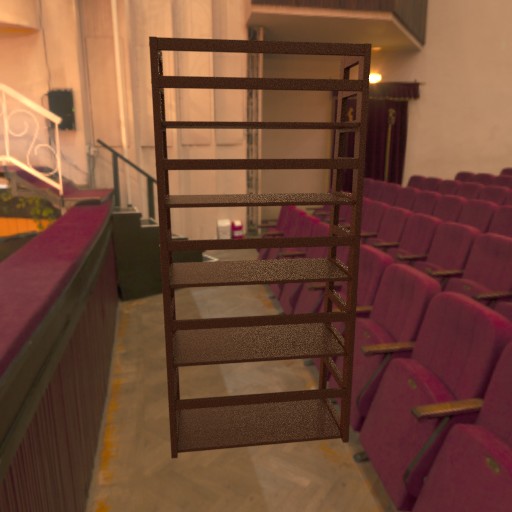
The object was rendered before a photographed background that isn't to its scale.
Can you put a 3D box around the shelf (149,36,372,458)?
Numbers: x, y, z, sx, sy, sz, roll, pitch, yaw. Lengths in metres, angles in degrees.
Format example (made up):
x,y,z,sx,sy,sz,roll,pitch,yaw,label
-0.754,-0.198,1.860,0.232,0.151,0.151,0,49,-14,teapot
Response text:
x,y,z,sx,sy,sz,roll,pitch,yaw,label
0.000,0.000,1.881,0.763,1.600,0.403,-2,14,-8,shelf
